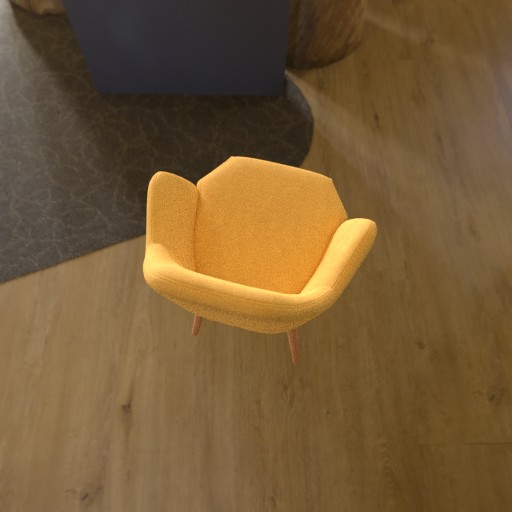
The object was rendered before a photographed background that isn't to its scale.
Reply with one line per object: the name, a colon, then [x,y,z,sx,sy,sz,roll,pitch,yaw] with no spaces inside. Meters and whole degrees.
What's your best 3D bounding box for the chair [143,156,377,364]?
chair: [0.000,0.000,1.288,0.590,0.840,0.610,14,65,7]
